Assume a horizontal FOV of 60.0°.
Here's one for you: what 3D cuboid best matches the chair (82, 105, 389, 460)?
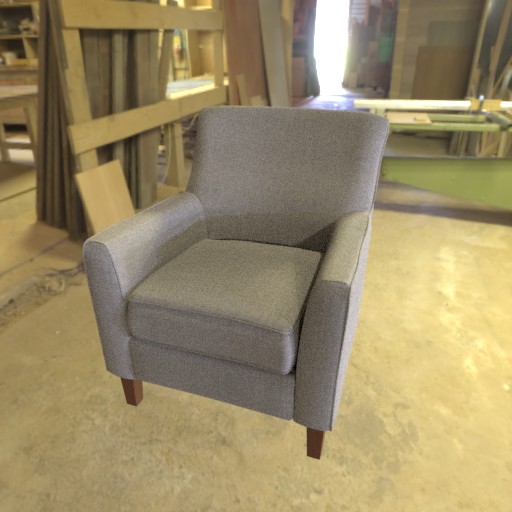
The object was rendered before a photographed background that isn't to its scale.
[{"bbox_3d":[0.000,0.000,1.796,0.887,1.047,0.993,9,27,18],"label":"chair"}]
